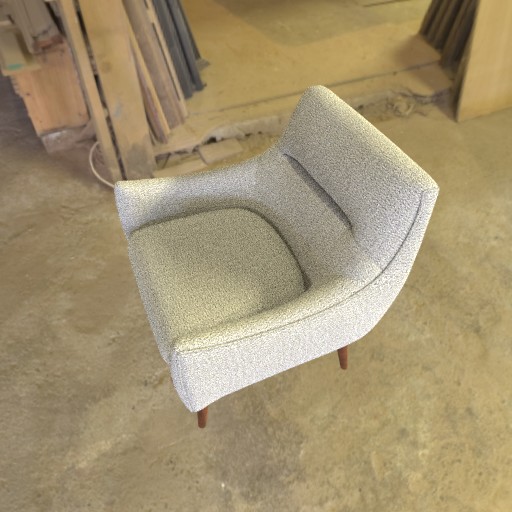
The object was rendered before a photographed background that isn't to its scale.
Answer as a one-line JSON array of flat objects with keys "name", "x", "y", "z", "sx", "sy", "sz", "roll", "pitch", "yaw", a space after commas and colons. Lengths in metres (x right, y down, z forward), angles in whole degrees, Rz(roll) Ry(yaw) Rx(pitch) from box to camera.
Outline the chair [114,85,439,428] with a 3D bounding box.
[{"name": "chair", "x": 0.000, "y": 0.000, "z": 1.487, "sx": 0.787, "sy": 0.838, "sz": 0.762, "roll": -17, "pitch": 49, "yaw": -16}]
